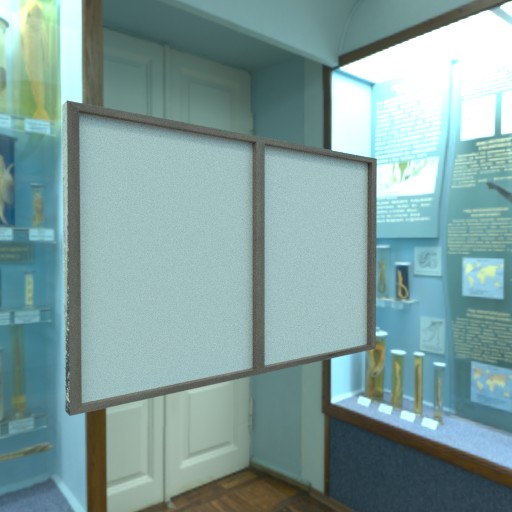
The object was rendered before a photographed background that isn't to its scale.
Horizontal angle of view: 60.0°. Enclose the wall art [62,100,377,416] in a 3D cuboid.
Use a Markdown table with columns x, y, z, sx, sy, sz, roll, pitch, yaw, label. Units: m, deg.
| x | y | z | sx | sy | sz | roll | pitch | yaw | label |
| --- | --- | --- | --- | --- | --- | --- | --- | --- | --- |
| 0.000 | 0.000 | 1.131 | 0.919 | 0.598 | 0.038 | -1 | 2 | -37 | wall art |
